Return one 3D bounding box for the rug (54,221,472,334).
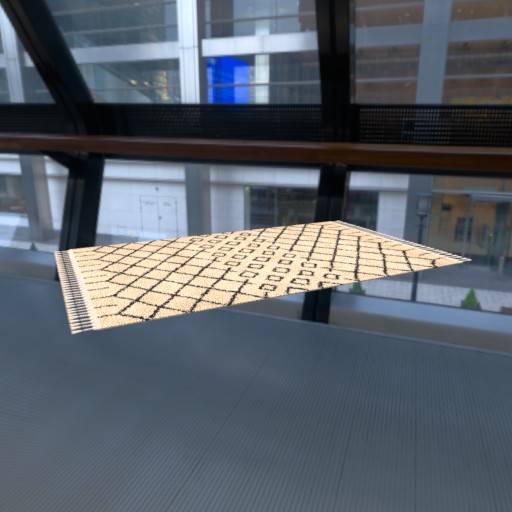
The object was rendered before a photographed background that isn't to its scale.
[{"bbox_3d":[0.000,0.000,2.462,2.006,0.008,1.196,-8,18,-25],"label":"rug"}]
